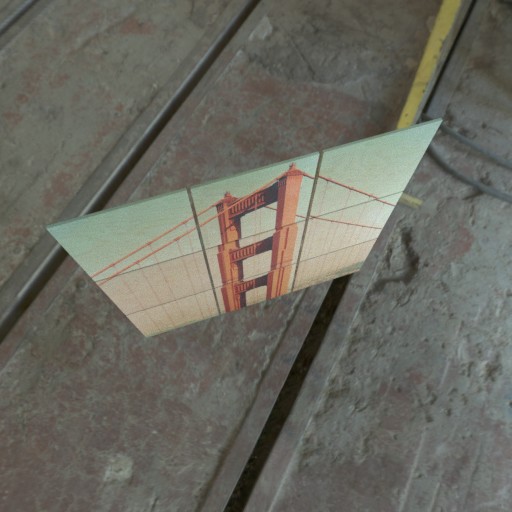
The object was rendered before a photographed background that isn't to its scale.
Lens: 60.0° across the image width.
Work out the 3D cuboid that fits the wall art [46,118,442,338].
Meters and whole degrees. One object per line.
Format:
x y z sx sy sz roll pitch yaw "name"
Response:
0.000 0.000 2.312 1.517 1.523 0.013 -17 67 -7 "wall art"
